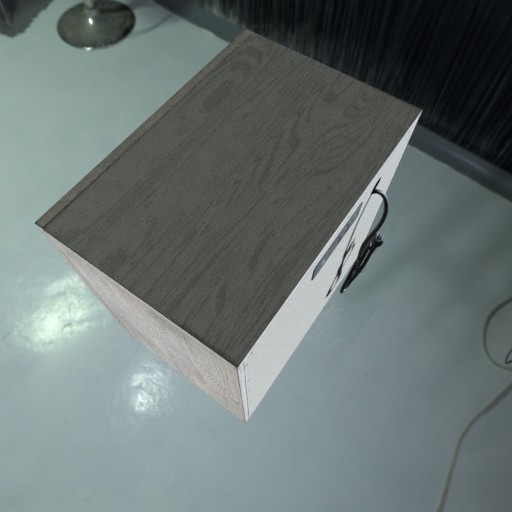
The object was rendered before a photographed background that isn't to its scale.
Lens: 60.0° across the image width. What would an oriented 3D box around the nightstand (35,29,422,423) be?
[{"bbox_3d":[0.000,0.000,1.091,0.483,0.673,0.612,32,67,15],"label":"nightstand"}]
